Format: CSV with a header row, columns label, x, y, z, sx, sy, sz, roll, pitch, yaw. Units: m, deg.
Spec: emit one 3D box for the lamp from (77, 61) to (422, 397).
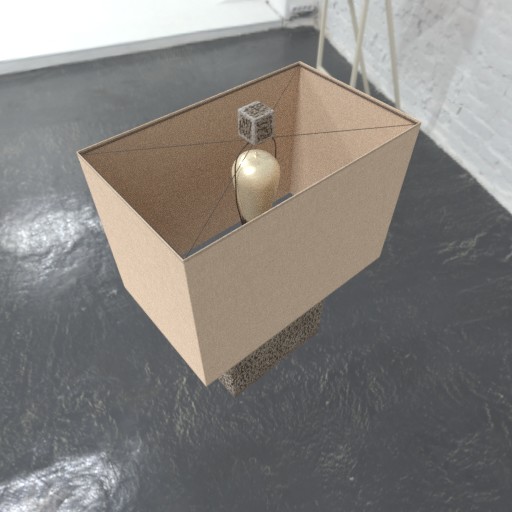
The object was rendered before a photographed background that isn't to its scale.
label,x,y,z,sx,sy,sz,roll,pitch,yaw
lamp,0.000,0.000,0.569,0.294,0.411,0.180,-32,56,-26
